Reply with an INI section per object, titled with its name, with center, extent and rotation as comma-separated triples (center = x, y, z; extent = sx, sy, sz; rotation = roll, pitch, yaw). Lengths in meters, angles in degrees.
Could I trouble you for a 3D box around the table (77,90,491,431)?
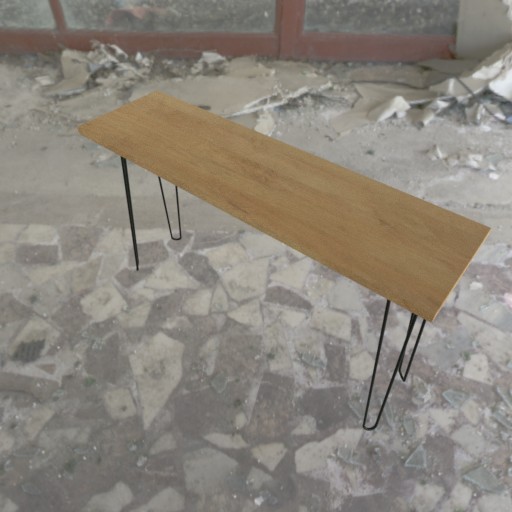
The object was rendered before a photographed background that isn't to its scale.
[table]
center = 0.000, 0.000, 1.742
extent = 1.400, 0.799, 0.399
rotation = 30, 52, 26
